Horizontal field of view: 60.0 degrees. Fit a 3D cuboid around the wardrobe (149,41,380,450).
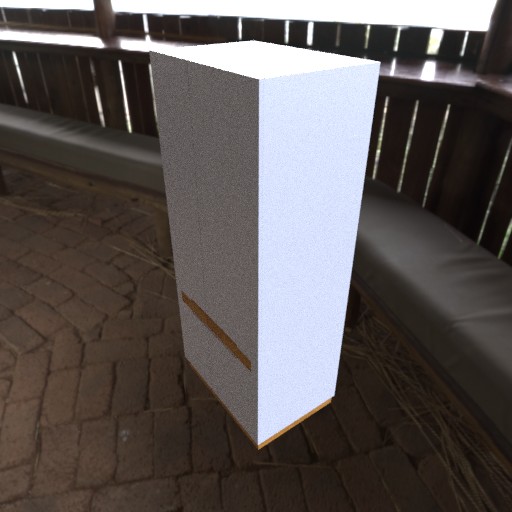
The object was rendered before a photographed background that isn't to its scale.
[{"bbox_3d":[0.000,0.000,2.452,0.600,2.040,0.860,-21,38,-30],"label":"wardrobe"}]
